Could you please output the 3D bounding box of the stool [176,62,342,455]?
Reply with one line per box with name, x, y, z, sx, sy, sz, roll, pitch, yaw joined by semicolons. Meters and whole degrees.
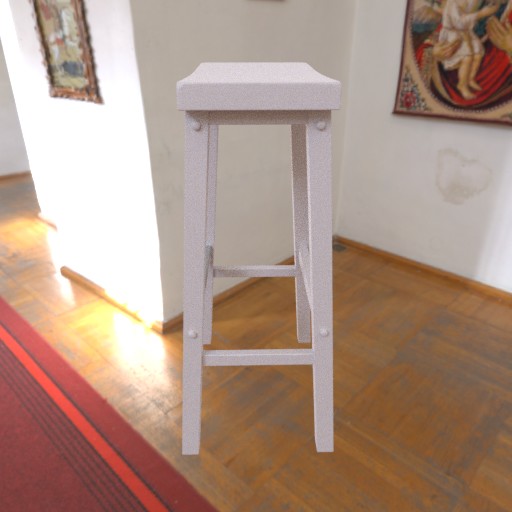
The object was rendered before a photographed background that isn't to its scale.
stool;0.000;0.000;0.957;0.322;0.742;0.406;-1;27;-1
